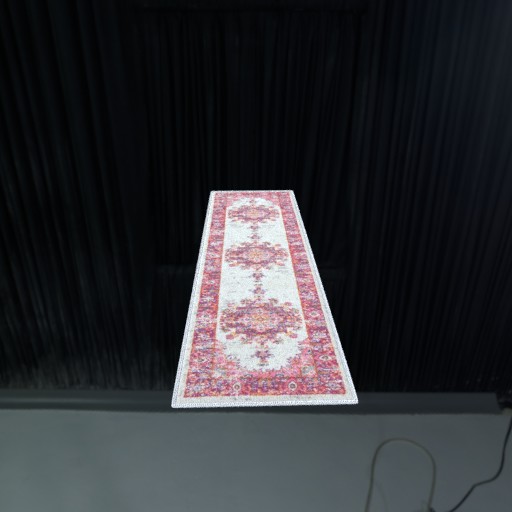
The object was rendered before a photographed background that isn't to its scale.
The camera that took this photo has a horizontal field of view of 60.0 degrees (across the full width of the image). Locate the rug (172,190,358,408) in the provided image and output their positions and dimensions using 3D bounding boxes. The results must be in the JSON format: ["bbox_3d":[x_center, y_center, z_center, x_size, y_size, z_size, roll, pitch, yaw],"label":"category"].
[{"bbox_3d":[0.000,0.000,2.581,0.666,0.011,2.294,-1,27,-1],"label":"rug"}]
